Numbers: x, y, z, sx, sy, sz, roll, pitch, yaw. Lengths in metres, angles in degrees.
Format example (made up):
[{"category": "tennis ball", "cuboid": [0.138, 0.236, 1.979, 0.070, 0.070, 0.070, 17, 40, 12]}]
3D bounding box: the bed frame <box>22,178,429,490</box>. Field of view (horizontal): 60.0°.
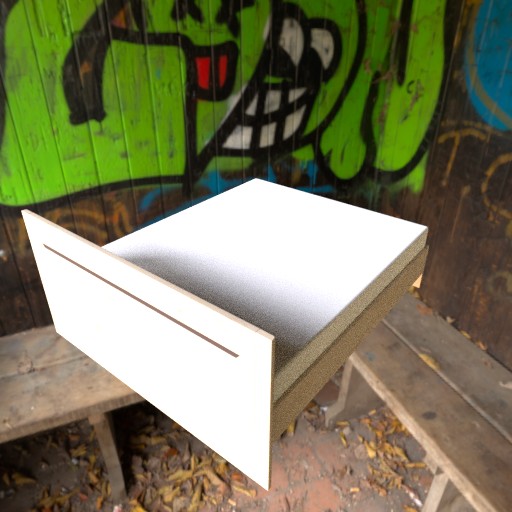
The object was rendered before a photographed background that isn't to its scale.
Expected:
[{"category": "bed frame", "cuboid": [0.000, 0.000, 2.999, 1.800, 0.900, 2.080, 22, 37, 33]}]
